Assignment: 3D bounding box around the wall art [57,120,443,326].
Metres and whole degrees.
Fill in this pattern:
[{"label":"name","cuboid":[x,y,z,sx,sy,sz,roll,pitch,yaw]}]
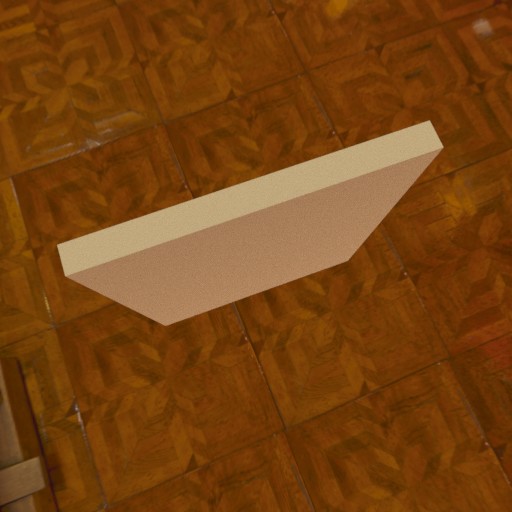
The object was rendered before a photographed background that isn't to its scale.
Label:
[{"label":"wall art","cuboid":[0.000,0.000,0.769,0.451,0.553,0.039,-19,76,-5]}]
